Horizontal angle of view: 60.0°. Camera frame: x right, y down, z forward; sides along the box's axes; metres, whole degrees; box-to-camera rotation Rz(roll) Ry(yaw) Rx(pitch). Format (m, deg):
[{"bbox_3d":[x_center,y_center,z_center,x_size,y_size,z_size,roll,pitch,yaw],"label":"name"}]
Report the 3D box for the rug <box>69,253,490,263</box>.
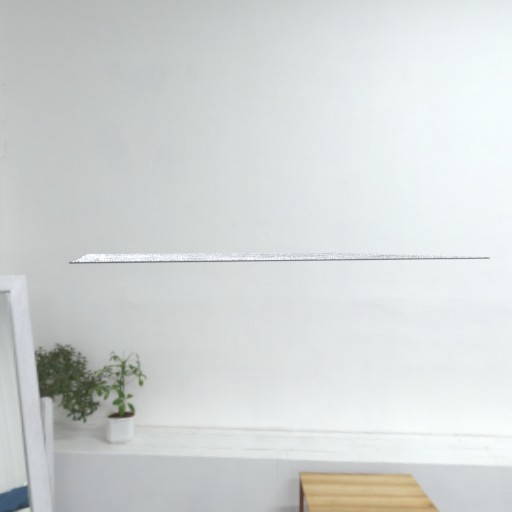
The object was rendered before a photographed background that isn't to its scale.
[{"bbox_3d":[0.000,0.000,4.100,3.048,0.012,2.438,0,1,-18],"label":"rug"}]
